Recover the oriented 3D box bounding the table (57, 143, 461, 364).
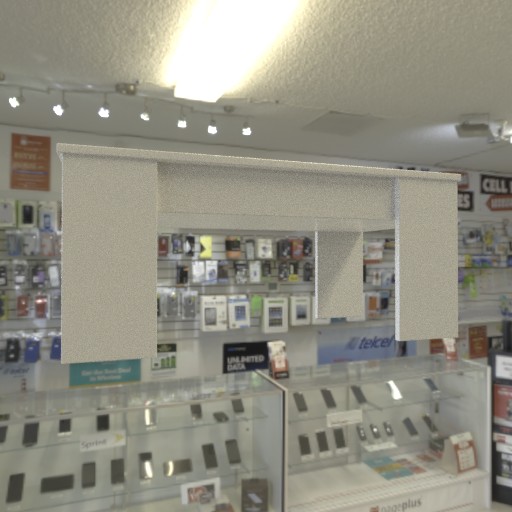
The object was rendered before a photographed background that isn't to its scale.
[{"bbox_3d":[0.000,0.000,1.272,1.000,0.440,0.500,0,-1,-18],"label":"table"}]
